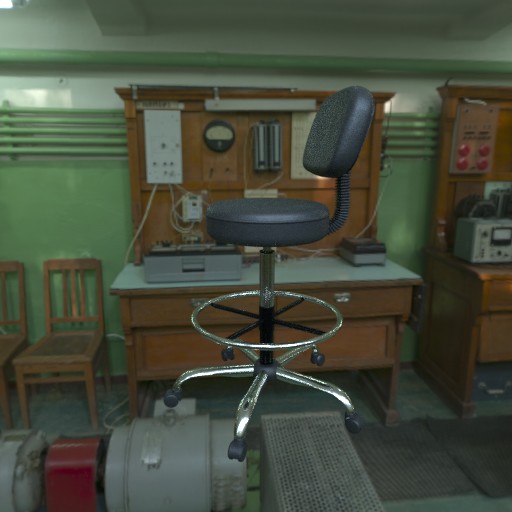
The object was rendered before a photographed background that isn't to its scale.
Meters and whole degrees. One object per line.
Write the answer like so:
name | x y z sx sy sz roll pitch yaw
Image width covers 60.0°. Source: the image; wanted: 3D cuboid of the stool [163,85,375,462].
stool | 0.000 0.000 1.492 0.658 1.069 0.694 -2 14 -7
